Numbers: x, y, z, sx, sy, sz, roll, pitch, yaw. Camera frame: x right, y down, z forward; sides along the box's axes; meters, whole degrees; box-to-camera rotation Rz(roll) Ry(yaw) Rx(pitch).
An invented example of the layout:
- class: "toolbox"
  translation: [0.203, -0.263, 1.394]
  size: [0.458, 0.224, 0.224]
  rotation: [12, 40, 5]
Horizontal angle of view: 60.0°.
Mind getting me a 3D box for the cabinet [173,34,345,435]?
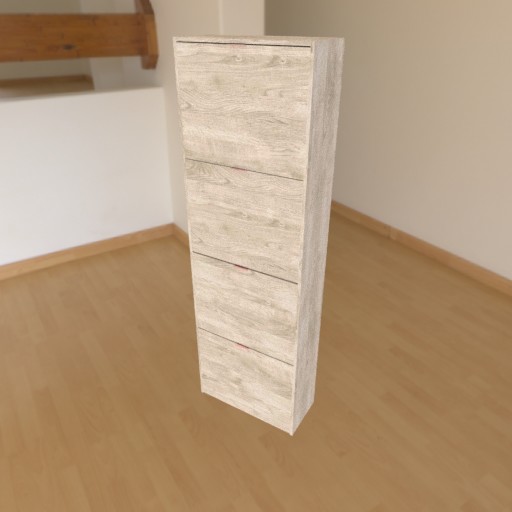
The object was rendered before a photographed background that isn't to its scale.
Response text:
- class: "cabinet"
  translation: [0.000, 0.000, 1.840]
  size: [0.520, 1.630, 0.250]
  rotation: [16, 33, 27]
